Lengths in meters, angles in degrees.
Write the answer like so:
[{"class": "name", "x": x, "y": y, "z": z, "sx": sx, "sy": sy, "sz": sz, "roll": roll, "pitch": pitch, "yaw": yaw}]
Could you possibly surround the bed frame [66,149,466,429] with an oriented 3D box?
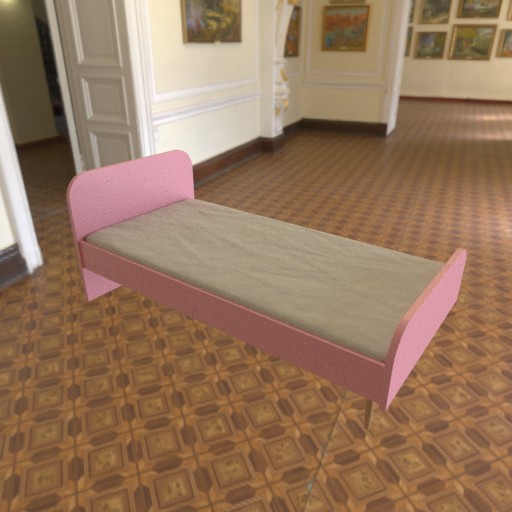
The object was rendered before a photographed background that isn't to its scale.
[{"class": "bed frame", "x": 0.000, "y": 0.000, "z": 2.487, "sx": 1.963, "sy": 0.805, "sz": 0.998, "roll": 18, "pitch": 31, "yaw": 33}]
